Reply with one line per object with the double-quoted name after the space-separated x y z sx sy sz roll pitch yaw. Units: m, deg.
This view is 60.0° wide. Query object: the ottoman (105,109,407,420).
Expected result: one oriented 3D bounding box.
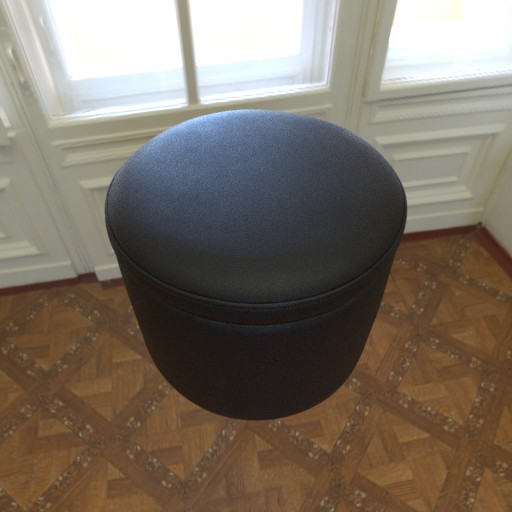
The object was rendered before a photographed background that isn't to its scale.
0.000 0.000 0.869 0.501 0.409 0.501 0 47 0 "ottoman"
